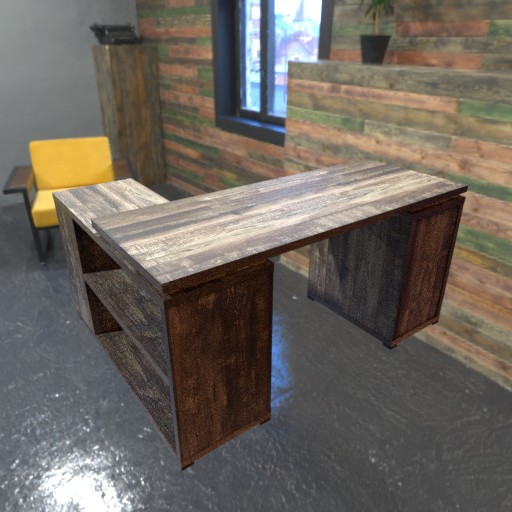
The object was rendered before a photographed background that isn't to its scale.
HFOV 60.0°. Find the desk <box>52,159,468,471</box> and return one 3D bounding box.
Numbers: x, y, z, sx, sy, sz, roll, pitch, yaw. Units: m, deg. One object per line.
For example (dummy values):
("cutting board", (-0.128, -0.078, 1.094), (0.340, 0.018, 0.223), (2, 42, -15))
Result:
("desk", (0.000, 0.000, 2.217), (1.524, 0.753, 1.200), (-18, 31, -32))
